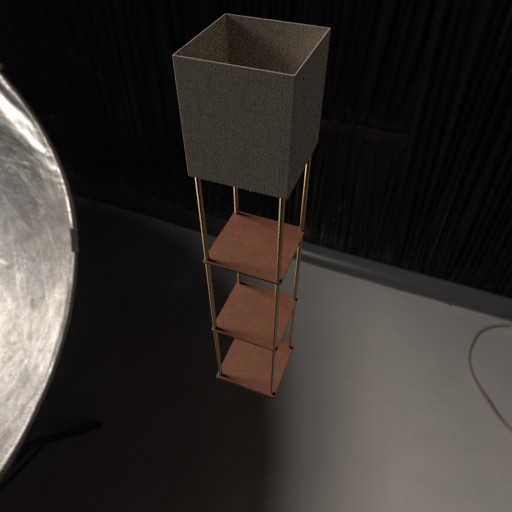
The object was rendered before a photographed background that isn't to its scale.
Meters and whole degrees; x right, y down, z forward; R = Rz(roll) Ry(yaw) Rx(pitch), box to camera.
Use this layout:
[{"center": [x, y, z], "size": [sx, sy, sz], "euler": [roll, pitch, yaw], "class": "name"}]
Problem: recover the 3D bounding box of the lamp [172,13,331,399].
[{"center": [0.000, 0.000, 1.684], "size": [0.308, 1.569, 0.310], "euler": [16, 48, 15], "class": "lamp"}]
